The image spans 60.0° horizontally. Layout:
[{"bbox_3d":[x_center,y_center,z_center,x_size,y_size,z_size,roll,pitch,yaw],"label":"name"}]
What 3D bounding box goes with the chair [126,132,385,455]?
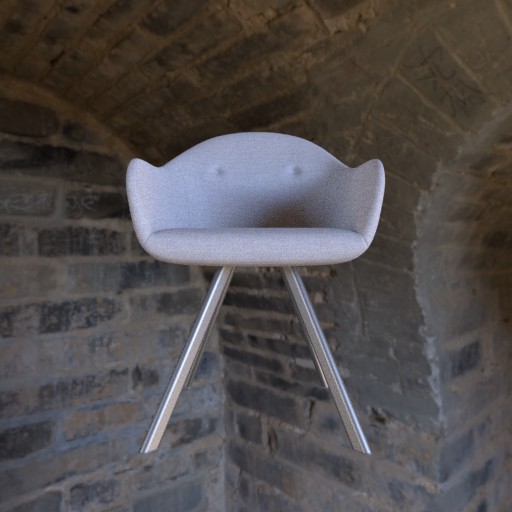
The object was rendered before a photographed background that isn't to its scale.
[{"bbox_3d":[0.000,0.000,1.153,0.540,0.780,0.570,0,0,0],"label":"chair"}]
